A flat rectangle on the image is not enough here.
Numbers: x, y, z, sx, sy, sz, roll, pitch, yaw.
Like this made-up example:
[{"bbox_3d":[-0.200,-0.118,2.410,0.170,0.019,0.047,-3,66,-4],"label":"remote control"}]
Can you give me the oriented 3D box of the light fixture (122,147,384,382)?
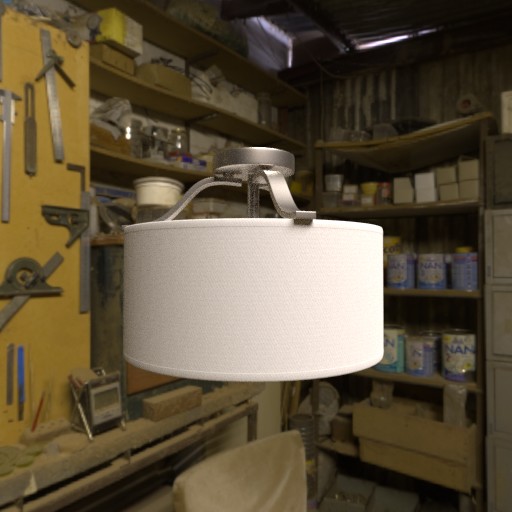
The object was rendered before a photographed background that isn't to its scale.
[{"bbox_3d":[0.000,0.000,0.686,0.395,0.304,0.395,0,-1,0],"label":"light fixture"}]
